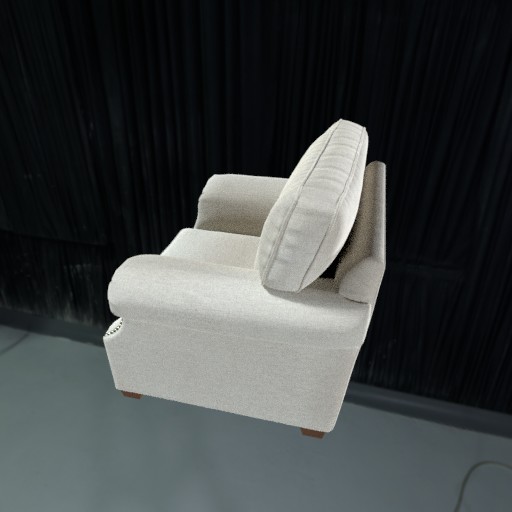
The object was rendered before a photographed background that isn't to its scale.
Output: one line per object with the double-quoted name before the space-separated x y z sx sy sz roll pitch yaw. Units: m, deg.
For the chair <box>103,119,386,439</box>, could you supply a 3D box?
"chair" 0.000 0.000 1.843 0.965 0.961 1.092 7 31 12
